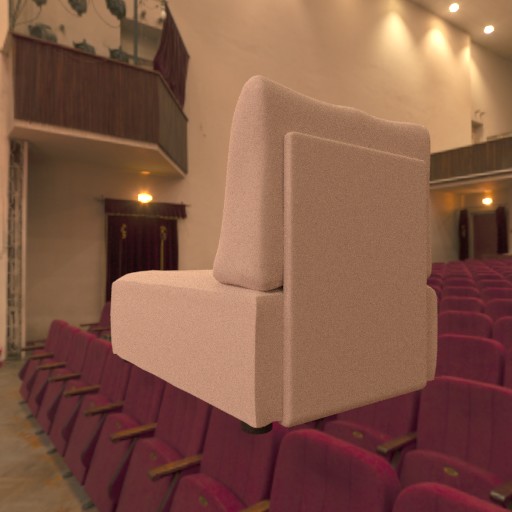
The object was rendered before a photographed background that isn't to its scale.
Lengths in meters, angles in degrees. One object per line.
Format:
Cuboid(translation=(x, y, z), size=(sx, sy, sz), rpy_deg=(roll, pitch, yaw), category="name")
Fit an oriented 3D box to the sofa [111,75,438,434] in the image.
Cuboid(translation=(0.000, 0.000, 1.554), size=(0.700, 0.820, 1.000), rpy_deg=(0, -1, -36), category="sofa")
